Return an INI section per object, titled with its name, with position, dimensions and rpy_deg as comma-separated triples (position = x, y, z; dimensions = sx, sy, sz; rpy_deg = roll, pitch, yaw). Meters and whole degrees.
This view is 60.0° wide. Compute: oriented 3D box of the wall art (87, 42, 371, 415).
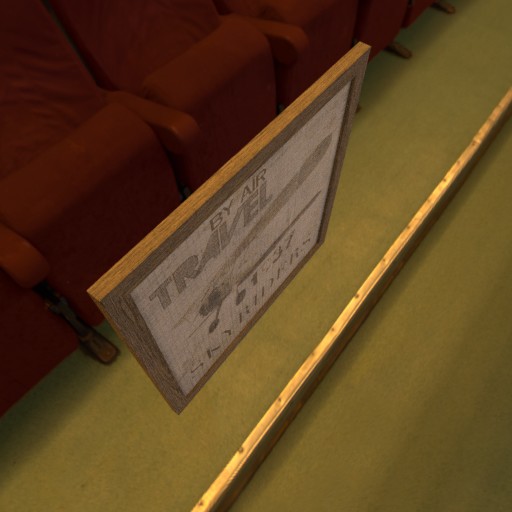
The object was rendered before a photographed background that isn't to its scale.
[wall art]
position = 0.000, 0.000, 0.746
dimensions = 0.019, 0.508, 0.508
rpy_deg = 34, 64, 19
